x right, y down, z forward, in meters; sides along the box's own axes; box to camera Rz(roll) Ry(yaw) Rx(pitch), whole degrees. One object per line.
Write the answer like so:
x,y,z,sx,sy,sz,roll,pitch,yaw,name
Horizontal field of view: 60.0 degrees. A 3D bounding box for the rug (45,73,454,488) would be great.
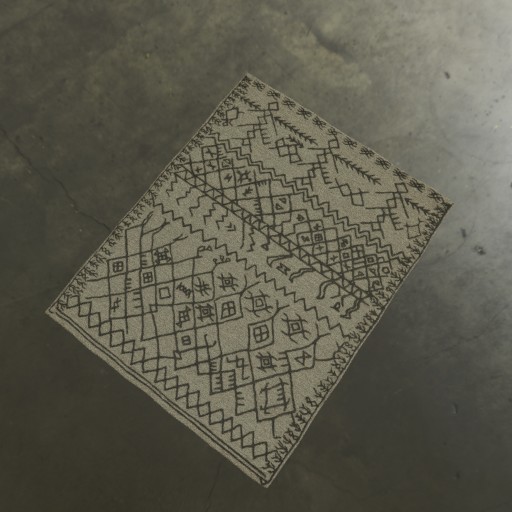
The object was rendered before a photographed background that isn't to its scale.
0.000,0.000,3.253,1.964,0.025,2.455,35,78,8,rug
